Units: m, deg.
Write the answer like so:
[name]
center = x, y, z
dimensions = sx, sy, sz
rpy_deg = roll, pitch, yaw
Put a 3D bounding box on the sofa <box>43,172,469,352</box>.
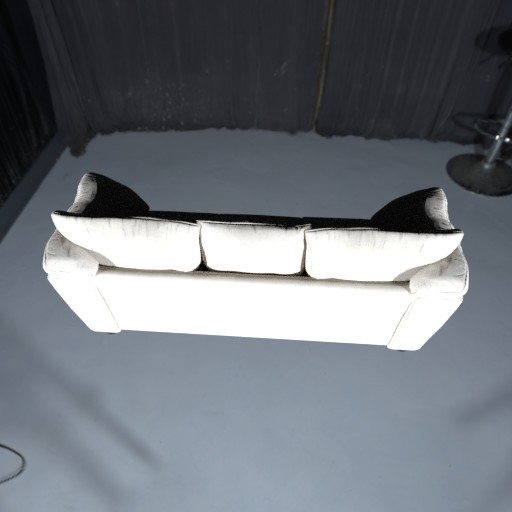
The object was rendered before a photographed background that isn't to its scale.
[sofa]
center = 0.000, 0.000, 2.793
dimensions = 2.334, 0.996, 0.878
rpy_deg = 3, 47, 3
